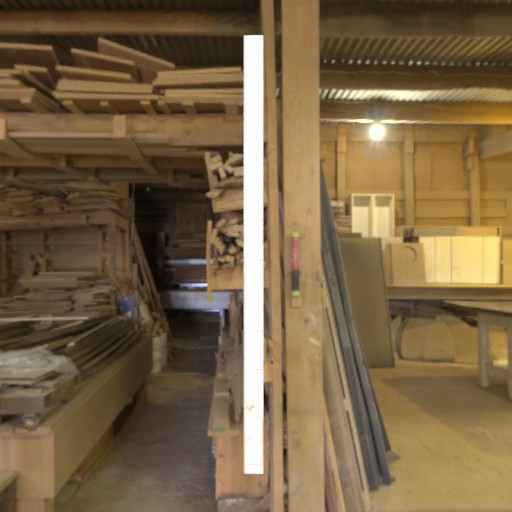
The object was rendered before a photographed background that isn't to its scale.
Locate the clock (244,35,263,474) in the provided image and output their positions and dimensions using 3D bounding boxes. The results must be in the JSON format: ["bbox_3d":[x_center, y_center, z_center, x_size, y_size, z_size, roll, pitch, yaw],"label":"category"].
[{"bbox_3d":[0.000,0.000,1.065,0.032,0.705,0.705,0,-1,1],"label":"clock"}]
